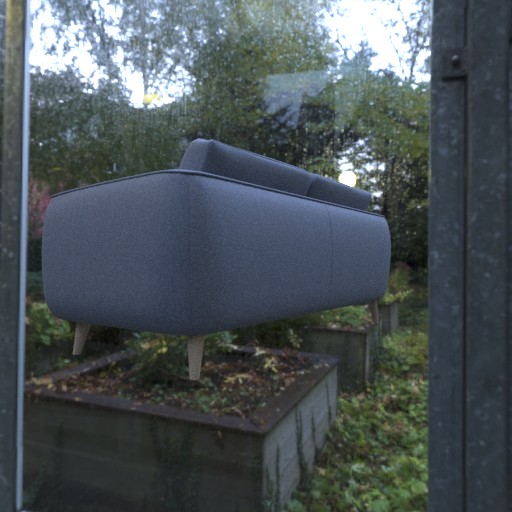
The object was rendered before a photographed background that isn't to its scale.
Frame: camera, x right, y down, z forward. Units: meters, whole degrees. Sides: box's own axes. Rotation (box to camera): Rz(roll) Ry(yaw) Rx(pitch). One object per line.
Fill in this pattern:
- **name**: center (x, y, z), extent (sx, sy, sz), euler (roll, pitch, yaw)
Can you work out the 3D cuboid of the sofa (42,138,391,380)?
- **sofa**: center (0.000, 0.000, 2.482), extent (0.920, 0.870, 2.000), euler (-1, -1, 36)
